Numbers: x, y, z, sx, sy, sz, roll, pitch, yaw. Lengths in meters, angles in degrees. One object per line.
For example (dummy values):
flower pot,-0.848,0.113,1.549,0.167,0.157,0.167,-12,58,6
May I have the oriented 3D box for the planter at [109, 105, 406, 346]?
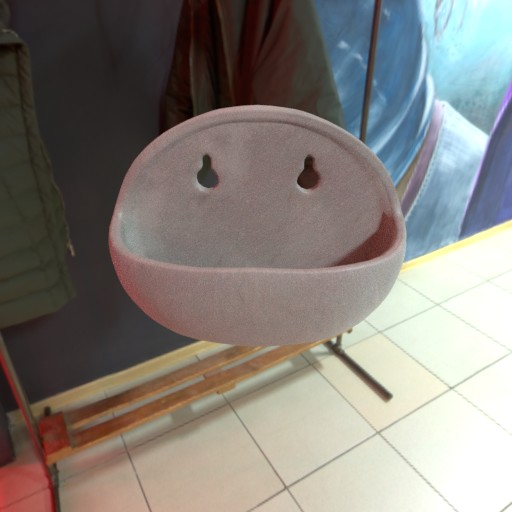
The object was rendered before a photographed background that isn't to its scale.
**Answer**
planter,0.000,0.000,0.271,0.190,0.164,0.073,1,31,1
